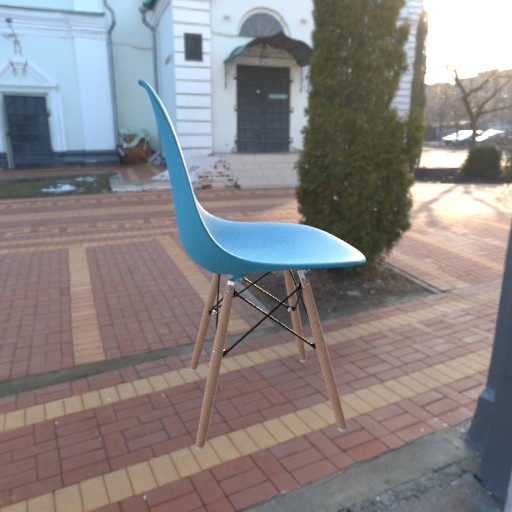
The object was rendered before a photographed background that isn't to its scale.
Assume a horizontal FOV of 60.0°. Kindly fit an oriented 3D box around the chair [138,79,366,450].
[{"bbox_3d":[0.000,0.000,1.139,0.531,0.826,0.470,-3,16,-10],"label":"chair"}]
